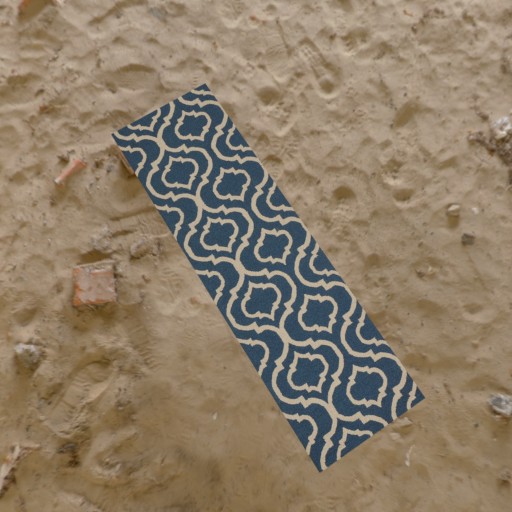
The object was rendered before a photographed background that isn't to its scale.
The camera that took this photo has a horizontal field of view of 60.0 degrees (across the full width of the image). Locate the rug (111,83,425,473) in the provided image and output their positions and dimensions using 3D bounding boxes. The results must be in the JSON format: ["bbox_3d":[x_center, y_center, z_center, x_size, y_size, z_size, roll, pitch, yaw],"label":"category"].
[{"bbox_3d":[0.000,0.000,2.569,0.685,0.006,2.296,-32,78,-8],"label":"rug"}]
